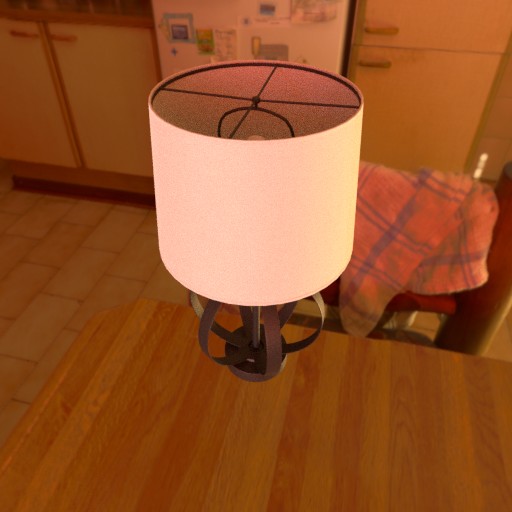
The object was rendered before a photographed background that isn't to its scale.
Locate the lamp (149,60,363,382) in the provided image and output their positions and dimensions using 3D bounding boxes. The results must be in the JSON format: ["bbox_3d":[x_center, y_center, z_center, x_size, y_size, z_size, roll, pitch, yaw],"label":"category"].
[{"bbox_3d":[0.000,0.000,0.692,0.286,0.510,0.286,0,41,0],"label":"lamp"}]
